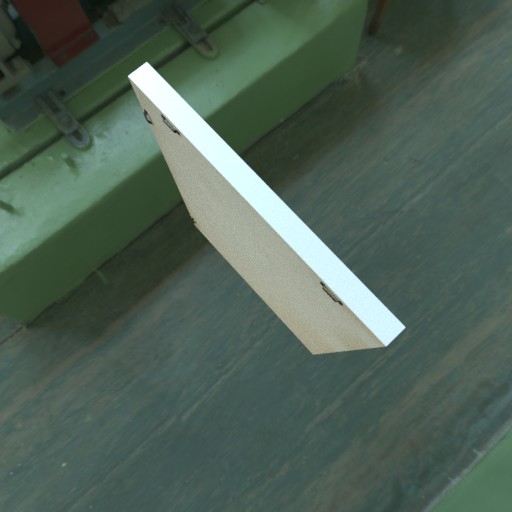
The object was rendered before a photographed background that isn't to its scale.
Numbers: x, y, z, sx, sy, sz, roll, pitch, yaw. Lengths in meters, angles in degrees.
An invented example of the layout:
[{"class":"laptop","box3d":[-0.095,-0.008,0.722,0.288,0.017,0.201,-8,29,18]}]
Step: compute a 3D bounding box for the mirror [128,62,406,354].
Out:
[{"class":"mirror","box3d":[0.000,0.000,0.932,0.040,0.710,0.507,-41,80,-9]}]
